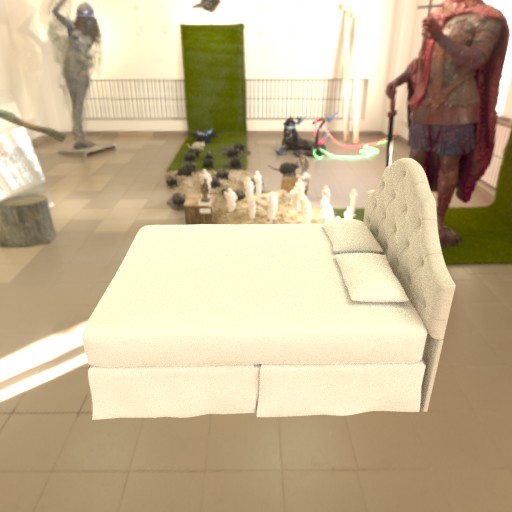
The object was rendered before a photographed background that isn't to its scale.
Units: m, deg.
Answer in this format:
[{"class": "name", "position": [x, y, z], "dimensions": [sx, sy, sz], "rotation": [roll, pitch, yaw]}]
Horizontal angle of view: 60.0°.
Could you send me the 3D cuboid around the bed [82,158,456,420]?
[{"class": "bed", "position": [0.000, 0.000, 3.750], "dimensions": [2.477, 1.617, 2.039], "rotation": [0, 26, -1]}]
